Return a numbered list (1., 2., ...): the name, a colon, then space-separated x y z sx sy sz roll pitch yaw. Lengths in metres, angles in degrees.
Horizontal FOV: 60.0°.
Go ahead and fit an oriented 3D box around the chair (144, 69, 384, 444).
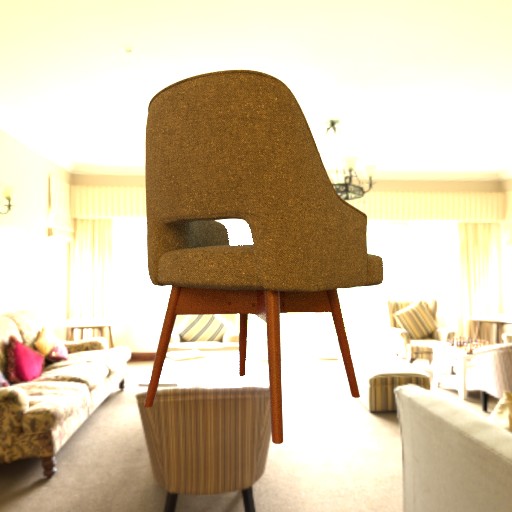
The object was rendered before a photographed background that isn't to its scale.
1. chair: 0.000 0.000 1.344 0.608 0.875 0.629 -1 -2 36
